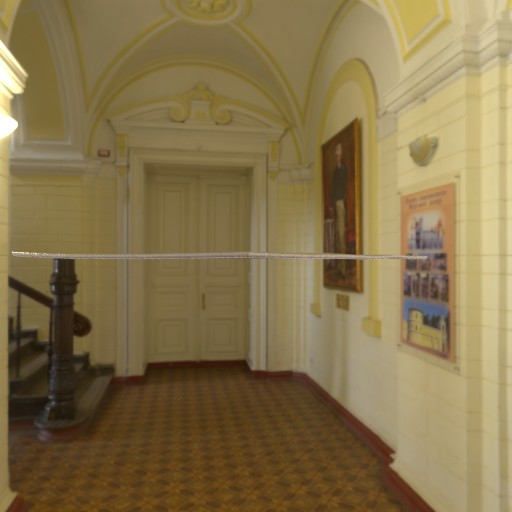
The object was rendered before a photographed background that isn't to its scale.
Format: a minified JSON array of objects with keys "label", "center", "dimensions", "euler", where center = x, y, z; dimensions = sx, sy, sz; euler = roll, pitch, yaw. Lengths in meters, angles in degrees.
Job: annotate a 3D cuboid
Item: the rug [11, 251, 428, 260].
[{"label":"rug","center":[0.000,0.000,2.262],"dimensions":[1.252,0.034,1.829],"euler":[0,0,35]}]
